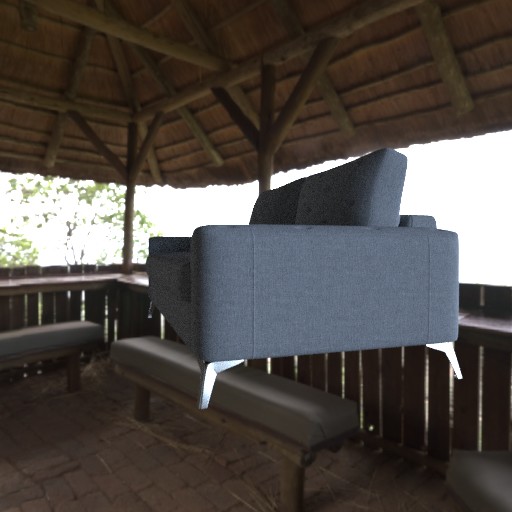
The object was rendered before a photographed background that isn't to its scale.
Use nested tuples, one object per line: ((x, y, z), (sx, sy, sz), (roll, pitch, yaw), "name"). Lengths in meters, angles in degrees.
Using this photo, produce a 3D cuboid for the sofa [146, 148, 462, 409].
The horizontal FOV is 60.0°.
((0.000, 0.000, 2.091), (0.920, 0.790, 1.650), (0, 1, -18), "sofa")
